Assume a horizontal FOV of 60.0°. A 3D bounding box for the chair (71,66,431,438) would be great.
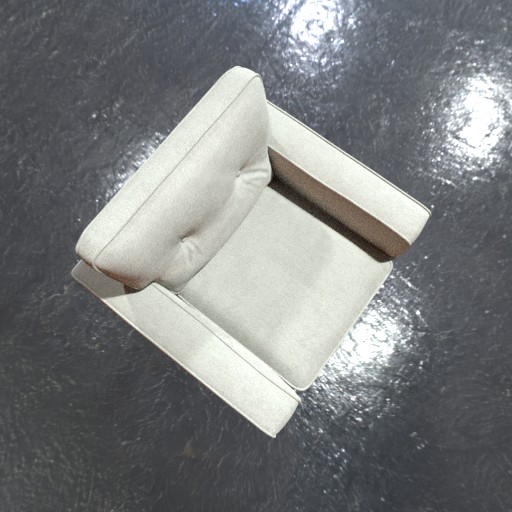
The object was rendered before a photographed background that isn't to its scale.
[{"bbox_3d":[0.000,0.000,1.772,0.939,0.965,1.015,37,79,8],"label":"chair"}]
